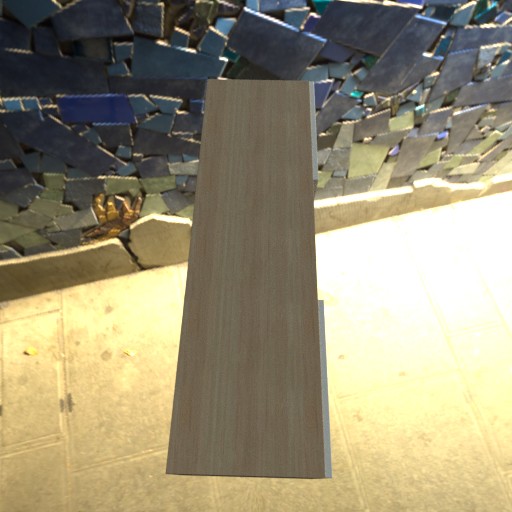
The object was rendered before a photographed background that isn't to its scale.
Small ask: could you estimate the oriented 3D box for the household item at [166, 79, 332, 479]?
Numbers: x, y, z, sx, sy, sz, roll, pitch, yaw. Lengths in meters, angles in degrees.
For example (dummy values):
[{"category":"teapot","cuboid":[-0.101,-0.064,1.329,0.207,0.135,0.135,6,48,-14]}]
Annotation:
[{"category":"household item","cuboid":[0.000,0.000,1.569,0.420,0.310,1.400,1,63,1]}]
